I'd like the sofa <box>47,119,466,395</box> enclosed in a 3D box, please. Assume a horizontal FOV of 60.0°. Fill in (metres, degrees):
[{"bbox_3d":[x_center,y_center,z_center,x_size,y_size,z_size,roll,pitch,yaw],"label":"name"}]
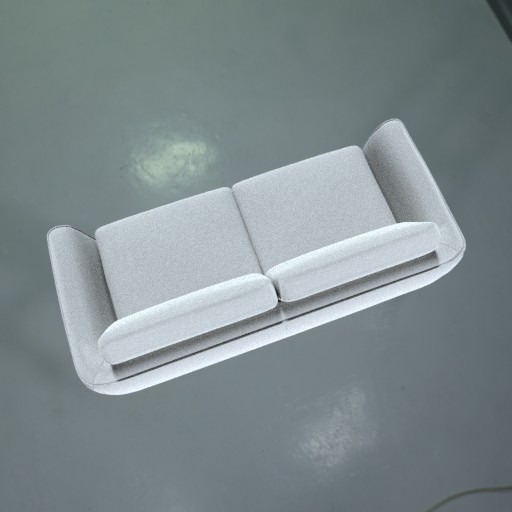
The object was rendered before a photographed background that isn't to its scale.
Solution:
[{"bbox_3d":[0.000,0.000,2.409,2.000,0.850,0.920,-19,74,-6],"label":"sofa"}]
